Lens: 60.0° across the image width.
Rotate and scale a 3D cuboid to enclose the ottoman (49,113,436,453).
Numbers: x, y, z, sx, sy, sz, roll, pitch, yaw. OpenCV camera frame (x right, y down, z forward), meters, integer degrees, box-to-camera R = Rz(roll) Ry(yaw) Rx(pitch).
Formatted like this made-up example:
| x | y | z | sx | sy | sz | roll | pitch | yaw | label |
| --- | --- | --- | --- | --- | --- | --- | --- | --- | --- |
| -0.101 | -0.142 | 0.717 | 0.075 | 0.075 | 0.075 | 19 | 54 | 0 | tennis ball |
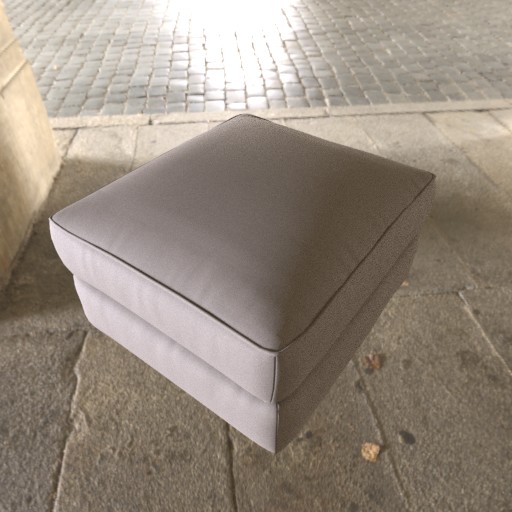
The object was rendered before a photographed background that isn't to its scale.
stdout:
| x | y | z | sx | sy | sz | roll | pitch | yaw | label |
| --- | --- | --- | --- | --- | --- | --- | --- | --- | --- |
| 0.000 | 0.000 | 1.148 | 0.662 | 0.505 | 0.721 | 26 | 48 | 27 | ottoman |
